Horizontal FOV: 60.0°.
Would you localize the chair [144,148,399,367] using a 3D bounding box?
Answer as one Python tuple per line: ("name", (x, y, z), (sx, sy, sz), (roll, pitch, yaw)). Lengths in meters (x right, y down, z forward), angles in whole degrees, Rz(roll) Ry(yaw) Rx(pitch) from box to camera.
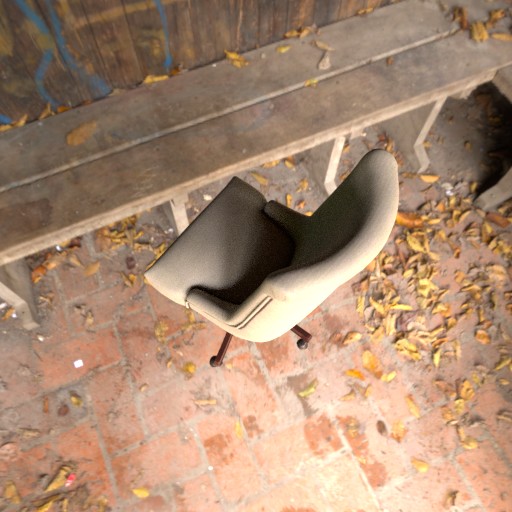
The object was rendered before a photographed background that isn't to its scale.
("chair", (0.000, 0.000, 1.490), (0.696, 1.010, 0.645), (34, 69, 15))
